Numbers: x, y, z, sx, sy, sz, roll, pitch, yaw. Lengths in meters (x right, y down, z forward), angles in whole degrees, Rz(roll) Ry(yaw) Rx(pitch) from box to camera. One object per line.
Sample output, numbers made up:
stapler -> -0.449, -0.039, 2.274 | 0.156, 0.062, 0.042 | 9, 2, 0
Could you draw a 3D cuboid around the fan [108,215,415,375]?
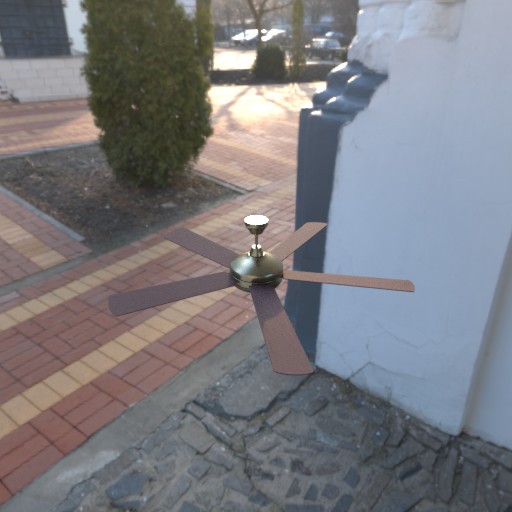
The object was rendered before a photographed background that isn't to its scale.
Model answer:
fan -> 0.000, 0.000, 2.028 | 1.321, 0.356, 1.321 | -17, 31, -31
